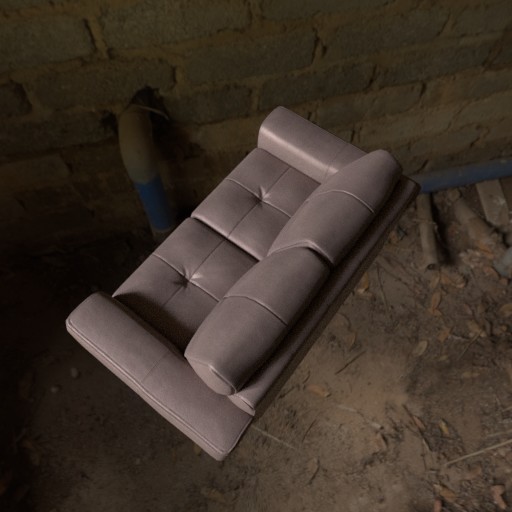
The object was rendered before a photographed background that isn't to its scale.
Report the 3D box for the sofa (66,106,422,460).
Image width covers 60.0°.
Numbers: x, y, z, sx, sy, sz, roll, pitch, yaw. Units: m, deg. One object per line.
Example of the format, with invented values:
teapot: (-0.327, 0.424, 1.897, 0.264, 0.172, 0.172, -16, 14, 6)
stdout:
sofa: (0.000, 0.000, 2.374, 1.018, 0.907, 1.806, 34, 68, 16)
